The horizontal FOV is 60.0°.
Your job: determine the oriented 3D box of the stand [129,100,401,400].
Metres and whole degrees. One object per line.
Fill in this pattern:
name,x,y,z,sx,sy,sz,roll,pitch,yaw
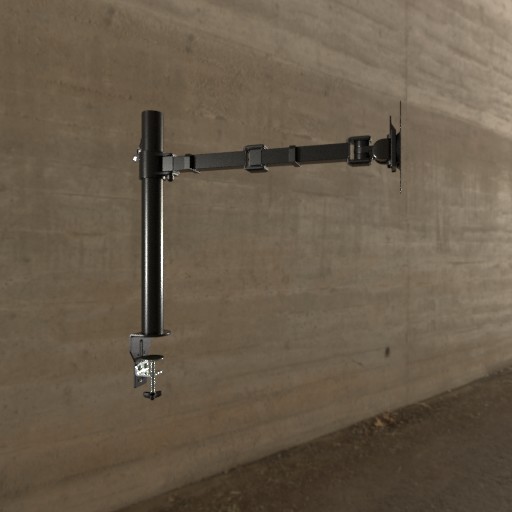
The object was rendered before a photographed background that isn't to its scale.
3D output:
stand,0.000,0.000,0.733,0.456,0.510,0.115,0,0,18
